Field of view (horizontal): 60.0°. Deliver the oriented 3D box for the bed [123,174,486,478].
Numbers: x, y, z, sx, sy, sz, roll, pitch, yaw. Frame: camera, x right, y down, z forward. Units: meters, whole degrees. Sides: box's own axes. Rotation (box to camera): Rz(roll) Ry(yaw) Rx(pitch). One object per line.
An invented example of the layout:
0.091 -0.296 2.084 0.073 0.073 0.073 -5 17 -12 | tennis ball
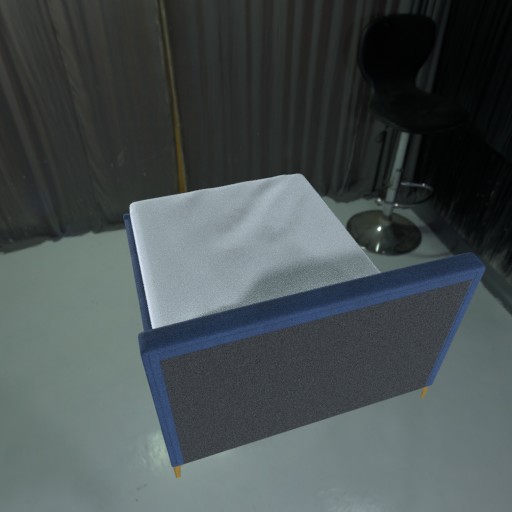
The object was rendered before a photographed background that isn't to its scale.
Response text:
0.000 0.000 3.152 1.723 1.231 2.172 -12 42 -14 | bed
